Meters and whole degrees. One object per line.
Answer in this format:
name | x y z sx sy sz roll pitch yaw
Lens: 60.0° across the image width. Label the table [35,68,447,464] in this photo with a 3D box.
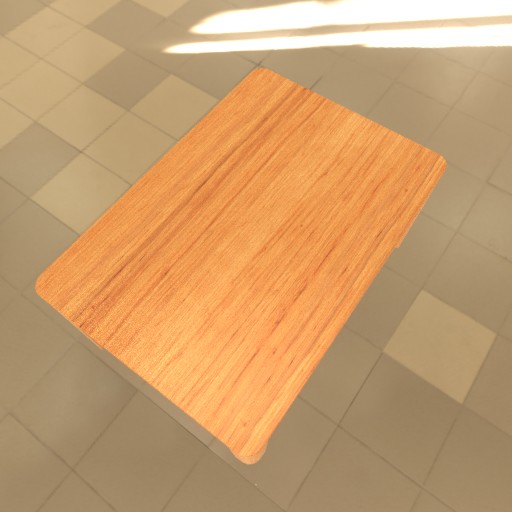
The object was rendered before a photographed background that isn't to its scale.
table | 0.000 0.000 1.404 0.696 0.445 0.997 33 67 16
